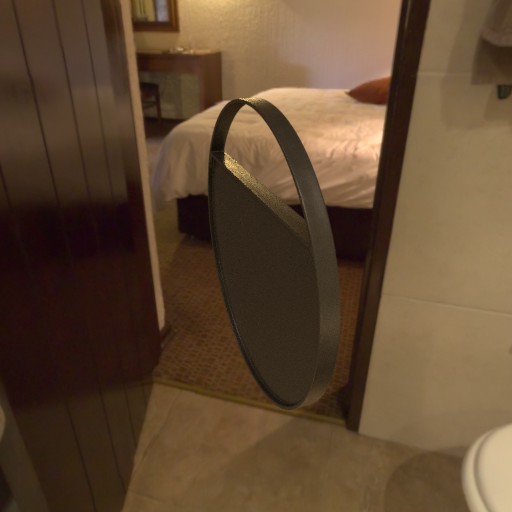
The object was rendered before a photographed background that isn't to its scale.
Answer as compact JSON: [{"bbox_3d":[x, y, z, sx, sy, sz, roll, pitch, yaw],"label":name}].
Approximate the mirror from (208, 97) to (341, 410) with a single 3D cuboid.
[{"bbox_3d":[0.000,0.000,0.841,0.032,0.565,0.565,-10,30,-18],"label":"mirror"}]
